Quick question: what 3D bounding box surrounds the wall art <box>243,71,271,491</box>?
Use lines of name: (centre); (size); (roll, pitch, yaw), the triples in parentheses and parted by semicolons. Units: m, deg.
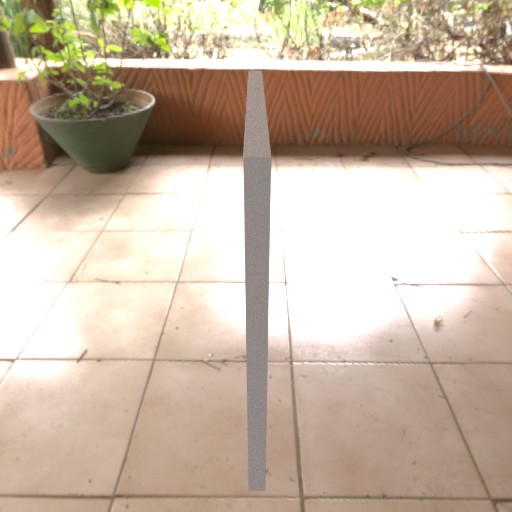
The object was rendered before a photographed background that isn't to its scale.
wall art: (0.000, 0.000, 1.118); (0.038, 0.762, 0.762); (0, 31, 0)
